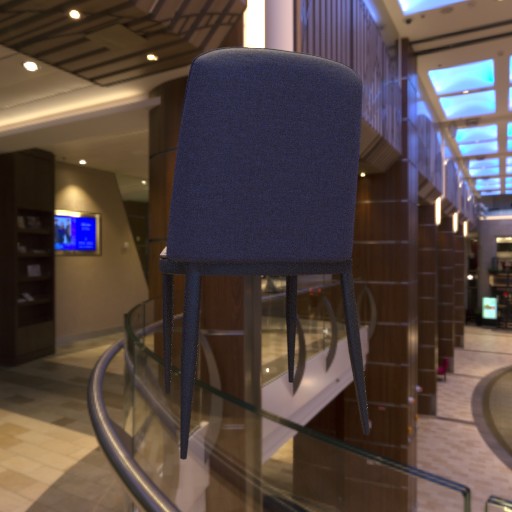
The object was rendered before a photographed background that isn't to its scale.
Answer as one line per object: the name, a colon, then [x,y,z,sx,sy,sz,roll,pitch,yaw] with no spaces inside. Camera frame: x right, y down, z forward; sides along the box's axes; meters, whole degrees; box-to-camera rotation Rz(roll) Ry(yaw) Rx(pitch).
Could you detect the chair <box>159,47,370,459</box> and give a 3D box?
chair: [0.000,0.000,1.156,0.480,0.839,0.551,0,0,-17]
